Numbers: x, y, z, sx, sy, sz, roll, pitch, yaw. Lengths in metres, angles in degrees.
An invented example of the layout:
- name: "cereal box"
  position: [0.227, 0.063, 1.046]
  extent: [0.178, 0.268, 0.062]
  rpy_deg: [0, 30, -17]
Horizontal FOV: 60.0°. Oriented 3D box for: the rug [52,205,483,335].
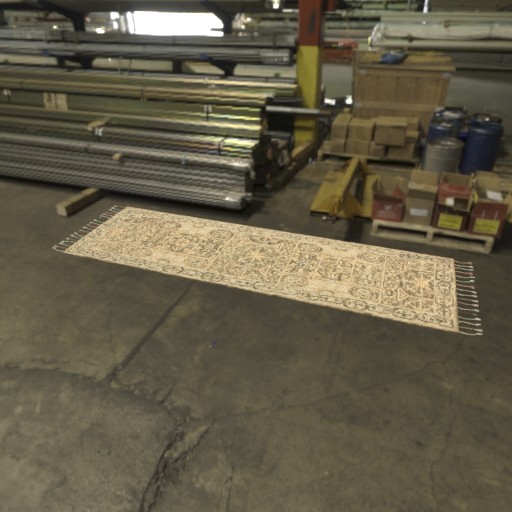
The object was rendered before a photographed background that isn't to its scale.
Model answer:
- name: "rug"
  position: [0.000, 0.000, 2.889]
  extent: [2.664, 0.011, 0.762]
  rpy_deg: [10, 32, 16]
